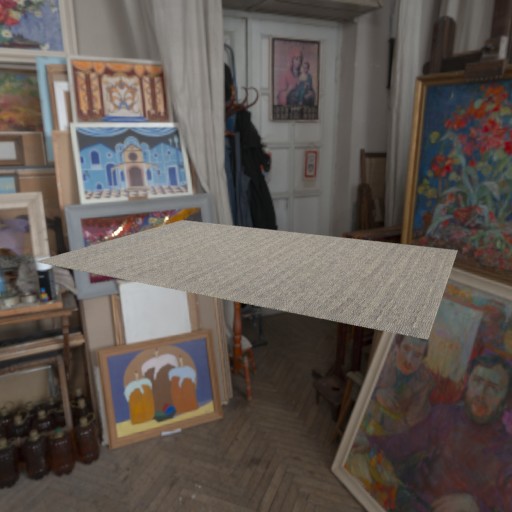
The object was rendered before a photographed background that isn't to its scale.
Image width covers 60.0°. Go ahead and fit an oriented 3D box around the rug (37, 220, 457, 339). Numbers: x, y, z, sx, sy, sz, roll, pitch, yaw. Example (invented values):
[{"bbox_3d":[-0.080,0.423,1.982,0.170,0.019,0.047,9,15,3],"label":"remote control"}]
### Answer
[{"bbox_3d":[0.000,0.000,2.197,1.752,0.006,1.142,8,18,27],"label":"rug"}]
